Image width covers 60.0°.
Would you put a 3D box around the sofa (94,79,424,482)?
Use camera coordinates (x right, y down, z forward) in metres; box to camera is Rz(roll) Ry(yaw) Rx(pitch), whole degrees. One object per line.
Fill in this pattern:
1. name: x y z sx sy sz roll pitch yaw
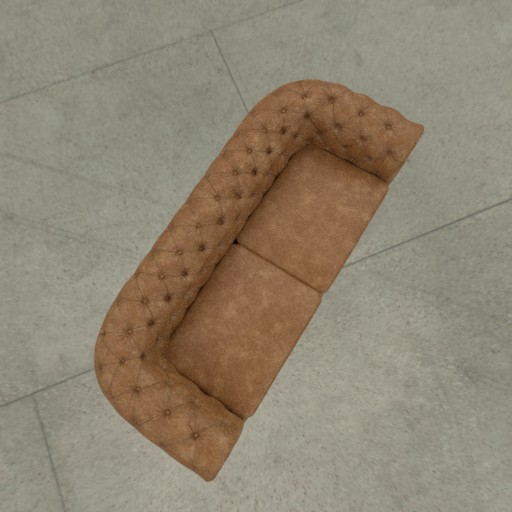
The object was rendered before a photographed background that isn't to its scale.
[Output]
1. sofa: 0.000 0.000 2.785 0.989 0.760 2.365 32 78 7
